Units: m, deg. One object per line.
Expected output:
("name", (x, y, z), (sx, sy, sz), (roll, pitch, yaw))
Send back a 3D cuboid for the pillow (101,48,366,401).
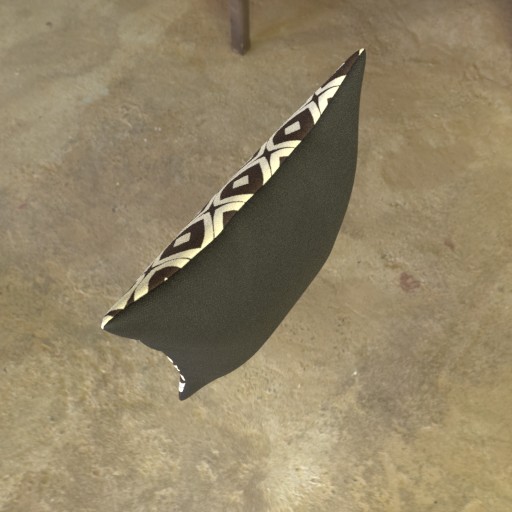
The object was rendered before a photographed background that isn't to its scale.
("pillow", (0.000, 0.000, 0.745), (0.188, 0.494, 0.504), (34, 68, 16))
